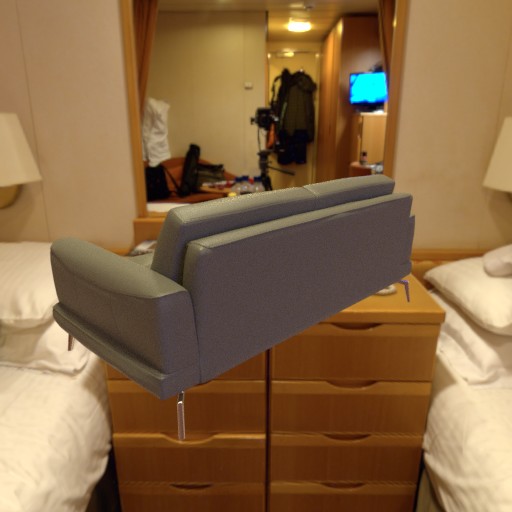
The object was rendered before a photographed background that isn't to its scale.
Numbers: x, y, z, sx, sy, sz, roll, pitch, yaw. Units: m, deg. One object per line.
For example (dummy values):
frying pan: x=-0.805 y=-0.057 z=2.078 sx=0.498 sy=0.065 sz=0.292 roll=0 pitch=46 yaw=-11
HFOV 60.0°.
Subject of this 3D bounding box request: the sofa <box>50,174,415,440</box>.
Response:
sofa: x=0.000 y=0.000 z=2.740 sx=1.121 sy=0.930 sz=2.177 roll=16 pitch=23 yaw=42
